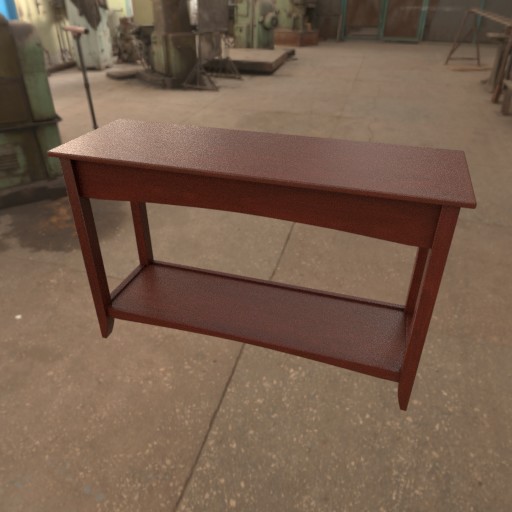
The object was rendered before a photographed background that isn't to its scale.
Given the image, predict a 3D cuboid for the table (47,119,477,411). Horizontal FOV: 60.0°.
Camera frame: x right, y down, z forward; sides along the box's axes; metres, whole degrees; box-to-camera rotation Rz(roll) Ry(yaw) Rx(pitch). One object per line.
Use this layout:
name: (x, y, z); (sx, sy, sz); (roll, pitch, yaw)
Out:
table: (0.000, 0.000, 1.520); (1.188, 0.739, 0.392); (10, 33, 15)
